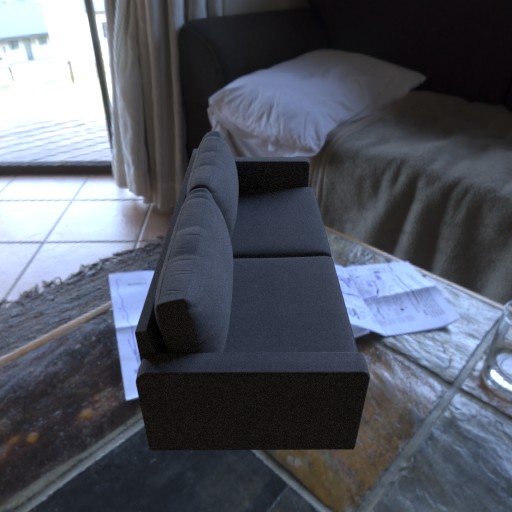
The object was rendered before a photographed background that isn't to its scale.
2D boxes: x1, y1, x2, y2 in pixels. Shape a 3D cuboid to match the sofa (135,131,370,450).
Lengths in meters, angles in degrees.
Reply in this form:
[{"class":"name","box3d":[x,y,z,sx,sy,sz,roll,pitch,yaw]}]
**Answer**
[{"class":"sofa","box3d":[0.000,0.000,2.531,0.880,0.880,2.100,0,33,0]}]
